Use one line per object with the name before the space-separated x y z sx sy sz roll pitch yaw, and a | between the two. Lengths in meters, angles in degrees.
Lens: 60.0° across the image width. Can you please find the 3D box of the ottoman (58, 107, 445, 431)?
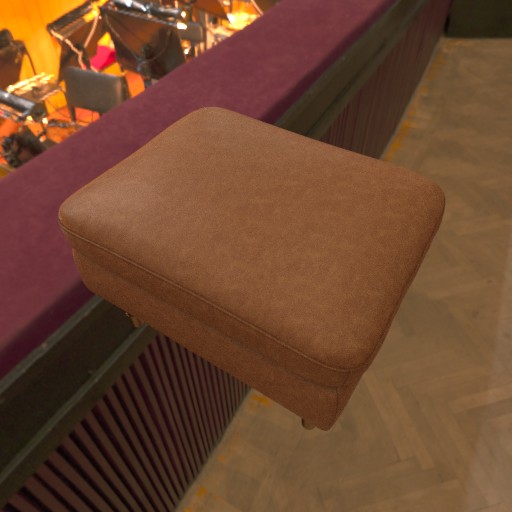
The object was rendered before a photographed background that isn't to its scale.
ottoman | 0.000 0.000 1.122 0.747 0.478 0.593 25 51 21
